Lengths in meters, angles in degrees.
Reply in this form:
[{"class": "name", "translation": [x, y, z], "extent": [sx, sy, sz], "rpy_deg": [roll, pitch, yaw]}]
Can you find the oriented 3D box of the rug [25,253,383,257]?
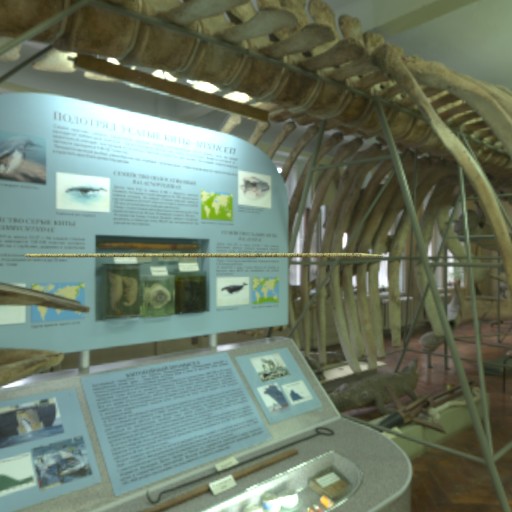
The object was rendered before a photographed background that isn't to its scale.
[{"class": "rug", "translation": [0.000, 0.000, 2.346], "extent": [1.243, 0.014, 1.846], "rpy_deg": [0, 0, 18]}]
